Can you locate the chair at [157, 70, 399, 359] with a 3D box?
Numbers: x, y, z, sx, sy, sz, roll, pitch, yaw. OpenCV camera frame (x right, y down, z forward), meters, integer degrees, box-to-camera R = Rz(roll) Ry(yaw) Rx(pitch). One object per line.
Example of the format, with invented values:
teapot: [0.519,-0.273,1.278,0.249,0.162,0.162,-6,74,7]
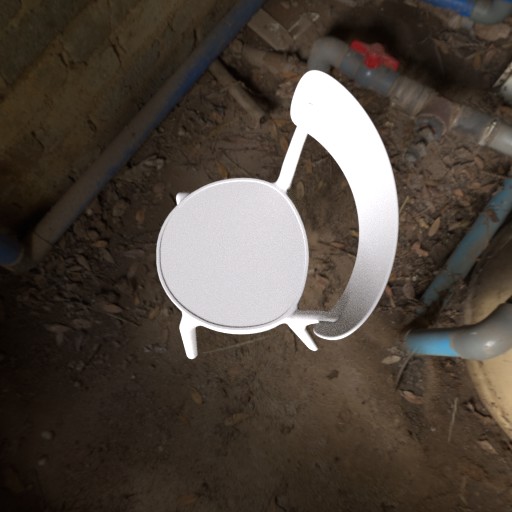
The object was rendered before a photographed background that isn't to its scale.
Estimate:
chair: [0.000,0.000,1.143,0.491,0.790,0.506,-4,74,-1]
